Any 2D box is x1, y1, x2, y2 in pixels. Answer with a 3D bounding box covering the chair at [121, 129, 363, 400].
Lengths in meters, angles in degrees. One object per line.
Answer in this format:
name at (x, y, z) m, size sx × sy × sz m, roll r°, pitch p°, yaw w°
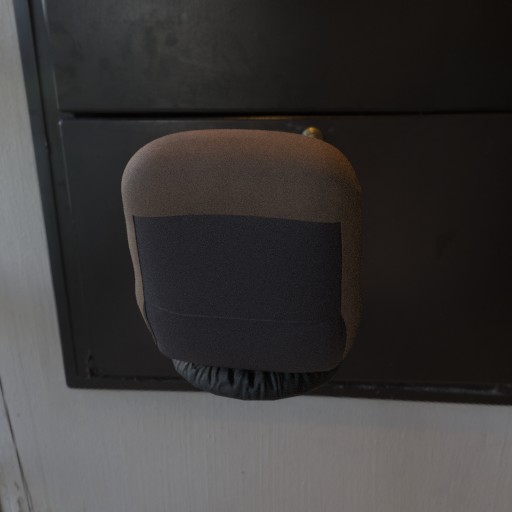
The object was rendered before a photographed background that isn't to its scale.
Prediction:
chair at (0.000, 0.000, 1.062) m, size 0.521 × 0.594 × 0.597 m, roll 3°, pitch 17°, yaw 8°
